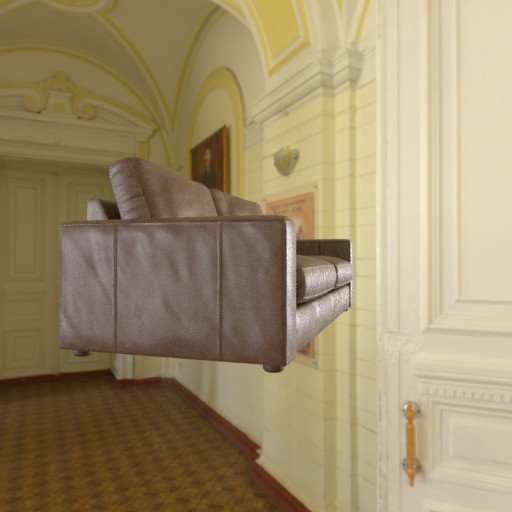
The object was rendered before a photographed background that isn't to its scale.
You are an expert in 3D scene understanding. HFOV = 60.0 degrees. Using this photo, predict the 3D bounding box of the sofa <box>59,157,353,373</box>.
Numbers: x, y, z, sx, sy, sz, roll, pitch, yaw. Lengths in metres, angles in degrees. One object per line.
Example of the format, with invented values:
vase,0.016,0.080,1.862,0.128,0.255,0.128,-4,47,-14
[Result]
sofa,0.000,0.000,2.715,1.016,0.873,2.179,0,-1,18
